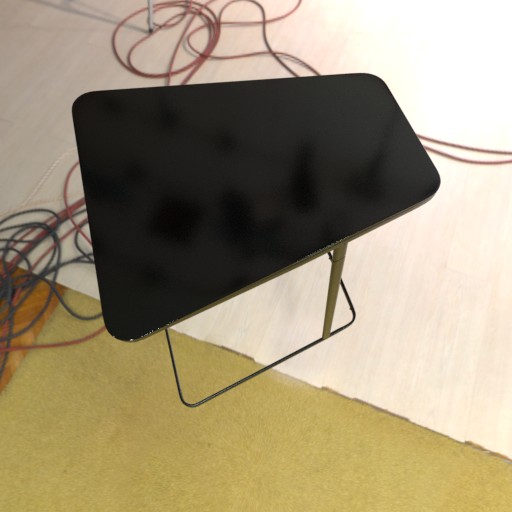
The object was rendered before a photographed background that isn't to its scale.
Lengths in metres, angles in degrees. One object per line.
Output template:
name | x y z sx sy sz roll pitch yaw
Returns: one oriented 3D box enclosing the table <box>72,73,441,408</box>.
table | 0.000 0.000 0.932 0.500 0.624 0.427 -15 65 -7
